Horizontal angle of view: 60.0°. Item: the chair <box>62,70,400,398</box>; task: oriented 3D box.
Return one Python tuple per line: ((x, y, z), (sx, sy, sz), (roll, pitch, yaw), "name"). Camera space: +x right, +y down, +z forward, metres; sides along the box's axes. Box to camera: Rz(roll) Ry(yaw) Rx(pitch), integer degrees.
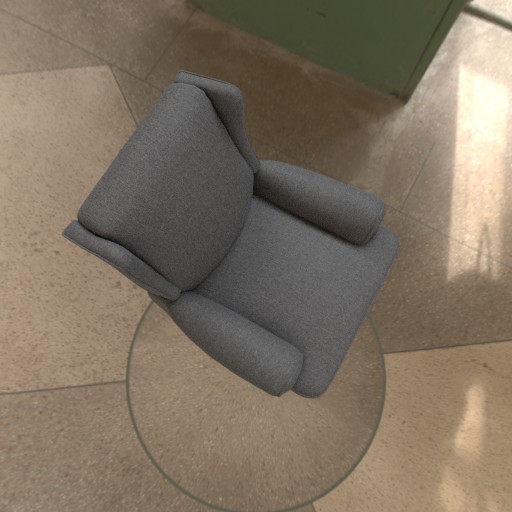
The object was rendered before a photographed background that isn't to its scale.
((0.000, 0.000, 1.733), (0.969, 1.011, 0.847), (29, 77, 7), "chair")
